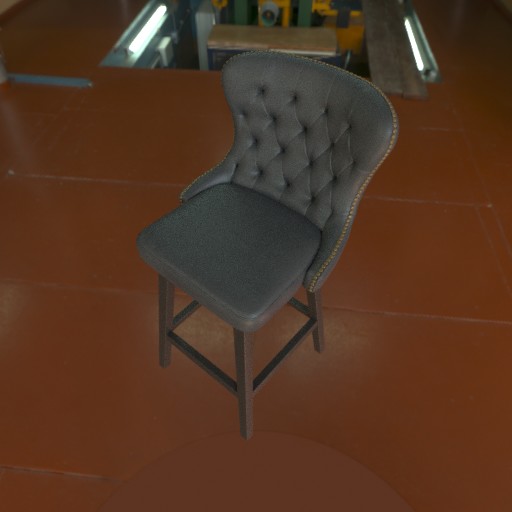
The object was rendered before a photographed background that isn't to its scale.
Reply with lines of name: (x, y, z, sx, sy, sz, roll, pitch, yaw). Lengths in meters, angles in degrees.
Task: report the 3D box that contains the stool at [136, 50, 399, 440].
stool: (0.000, 0.000, 1.327, 0.528, 0.971, 0.593, 32, 54, 26)
